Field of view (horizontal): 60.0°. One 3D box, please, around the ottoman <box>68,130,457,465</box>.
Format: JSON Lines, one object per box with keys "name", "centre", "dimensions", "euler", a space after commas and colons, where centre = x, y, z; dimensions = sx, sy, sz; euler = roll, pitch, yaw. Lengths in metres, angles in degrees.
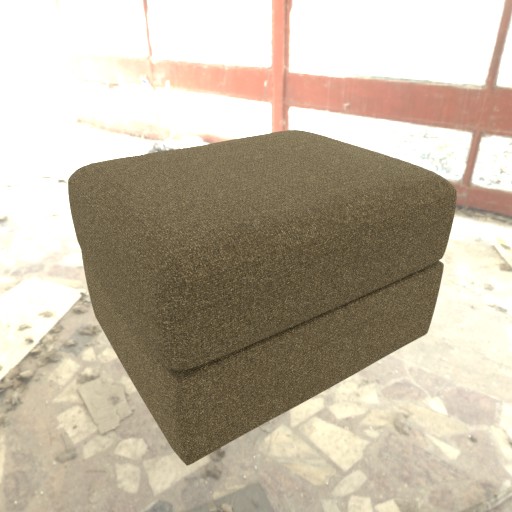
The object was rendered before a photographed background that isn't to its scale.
{"name": "ottoman", "centre": [0.000, 0.000, 1.098], "dimensions": [0.742, 0.476, 0.598], "euler": [-18, 34, -29]}
